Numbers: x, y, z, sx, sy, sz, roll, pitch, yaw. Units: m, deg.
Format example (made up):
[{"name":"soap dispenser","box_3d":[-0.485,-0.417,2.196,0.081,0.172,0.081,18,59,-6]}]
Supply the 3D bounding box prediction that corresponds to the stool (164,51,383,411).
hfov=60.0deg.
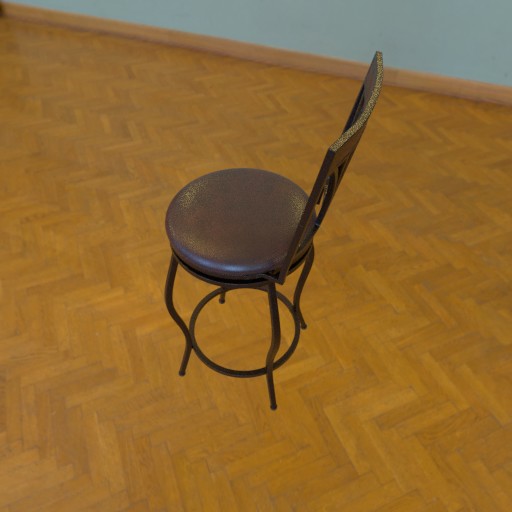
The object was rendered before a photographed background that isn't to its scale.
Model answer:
[{"name":"stool","box_3d":[0.000,0.000,1.342,0.514,1.117,0.433,16,49,14]}]
